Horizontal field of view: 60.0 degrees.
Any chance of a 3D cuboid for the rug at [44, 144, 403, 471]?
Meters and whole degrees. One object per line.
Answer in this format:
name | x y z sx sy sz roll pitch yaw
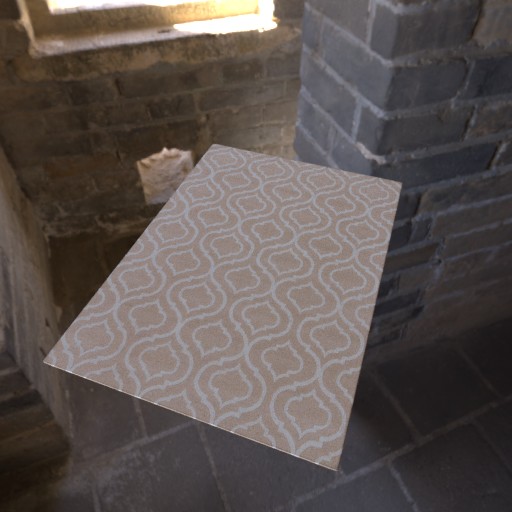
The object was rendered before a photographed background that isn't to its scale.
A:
rug | 0.000 0.000 2.755 1.524 0.010 2.134 15 48 14
